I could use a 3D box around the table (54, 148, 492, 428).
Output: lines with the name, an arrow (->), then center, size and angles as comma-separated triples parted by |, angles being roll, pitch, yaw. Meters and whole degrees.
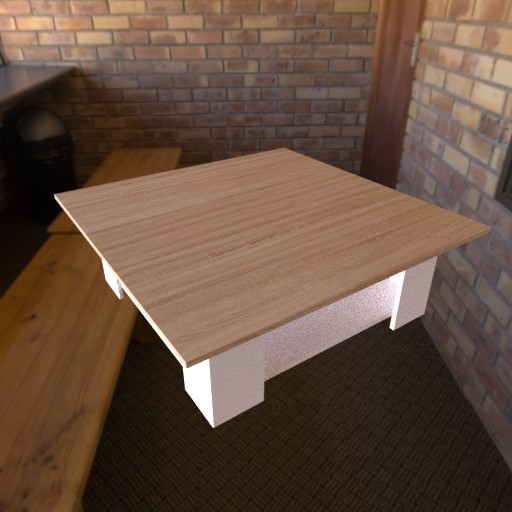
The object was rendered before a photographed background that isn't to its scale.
table -> 0.000, 0.000, 1.335 | 0.890, 0.305, 0.890 | -19, 35, -29
